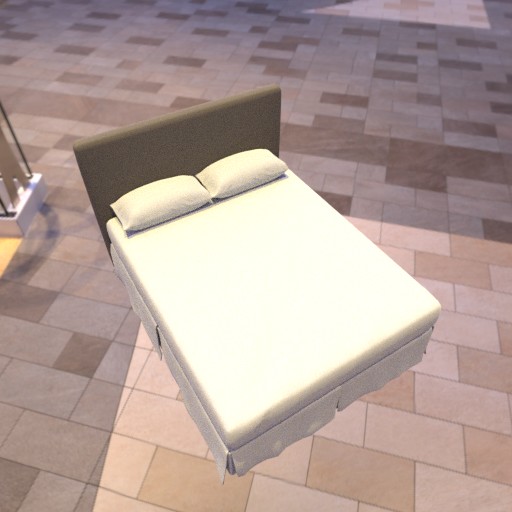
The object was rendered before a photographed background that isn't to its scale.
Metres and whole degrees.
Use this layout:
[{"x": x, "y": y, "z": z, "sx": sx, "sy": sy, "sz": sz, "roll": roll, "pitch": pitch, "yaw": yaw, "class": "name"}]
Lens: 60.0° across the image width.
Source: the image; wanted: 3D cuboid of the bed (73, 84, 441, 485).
[{"x": 0.000, "y": 0.000, "z": 3.170, "sx": 1.748, "sy": 1.330, "sz": 2.142, "roll": -24, "pitch": 51, "yaw": -21, "class": "bed"}]
